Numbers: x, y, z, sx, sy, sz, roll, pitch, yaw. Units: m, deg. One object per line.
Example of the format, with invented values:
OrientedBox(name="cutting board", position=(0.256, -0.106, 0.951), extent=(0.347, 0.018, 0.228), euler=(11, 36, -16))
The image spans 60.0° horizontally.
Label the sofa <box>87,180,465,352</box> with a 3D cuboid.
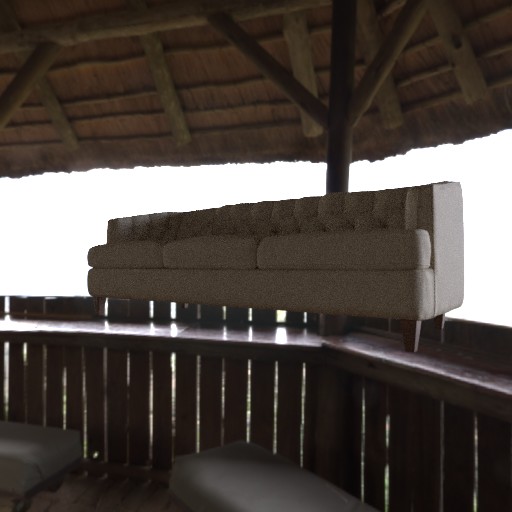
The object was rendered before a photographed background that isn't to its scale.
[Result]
OrientedBox(name="sofa", position=(0.000, 0.000, 2.675), extent=(2.235, 0.788, 0.913), euler=(-1, -2, 37))
